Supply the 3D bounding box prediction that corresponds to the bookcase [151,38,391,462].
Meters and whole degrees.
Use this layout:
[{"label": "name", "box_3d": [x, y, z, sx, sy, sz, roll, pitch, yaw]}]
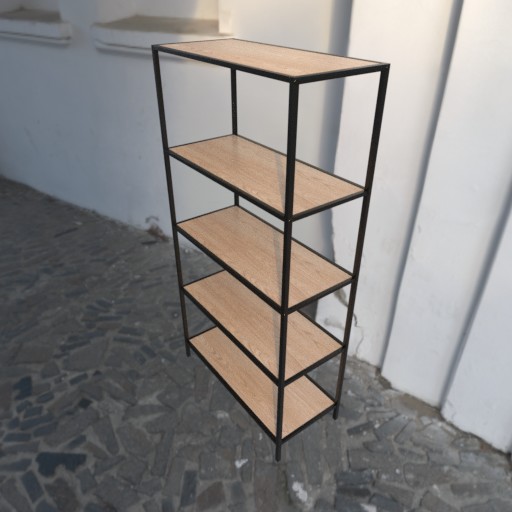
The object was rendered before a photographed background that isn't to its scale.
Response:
[{"label": "bookcase", "box_3d": [0.000, 0.000, 1.786, 0.350, 1.500, 0.770, -22, 38, -30]}]
